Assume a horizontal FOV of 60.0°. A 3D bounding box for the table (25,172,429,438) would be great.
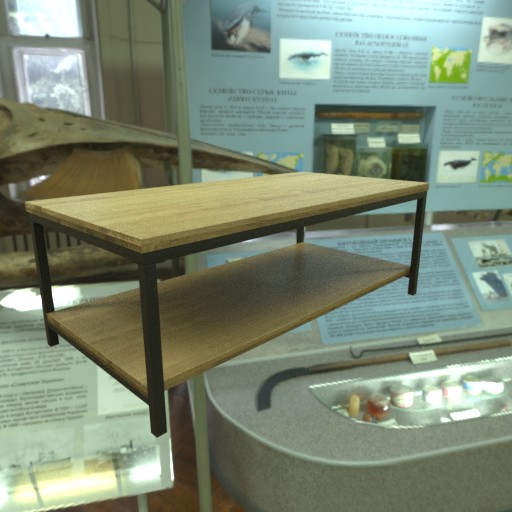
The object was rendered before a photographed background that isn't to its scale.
[{"bbox_3d":[0.000,0.000,1.360,0.551,0.399,1.100,16,22,43],"label":"table"}]
